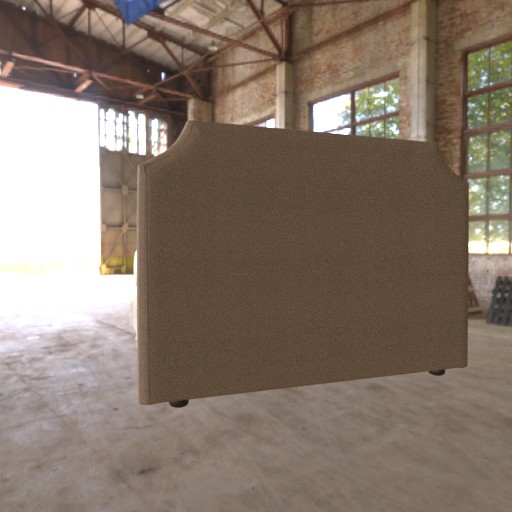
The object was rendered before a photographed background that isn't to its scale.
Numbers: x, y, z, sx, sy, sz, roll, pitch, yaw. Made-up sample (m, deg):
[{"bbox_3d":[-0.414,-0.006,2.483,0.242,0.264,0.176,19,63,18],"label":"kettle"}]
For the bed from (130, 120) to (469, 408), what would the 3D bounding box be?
[{"bbox_3d":[0.000,0.000,3.216,1.828,1.303,2.164,-1,2,-19],"label":"bed"}]
